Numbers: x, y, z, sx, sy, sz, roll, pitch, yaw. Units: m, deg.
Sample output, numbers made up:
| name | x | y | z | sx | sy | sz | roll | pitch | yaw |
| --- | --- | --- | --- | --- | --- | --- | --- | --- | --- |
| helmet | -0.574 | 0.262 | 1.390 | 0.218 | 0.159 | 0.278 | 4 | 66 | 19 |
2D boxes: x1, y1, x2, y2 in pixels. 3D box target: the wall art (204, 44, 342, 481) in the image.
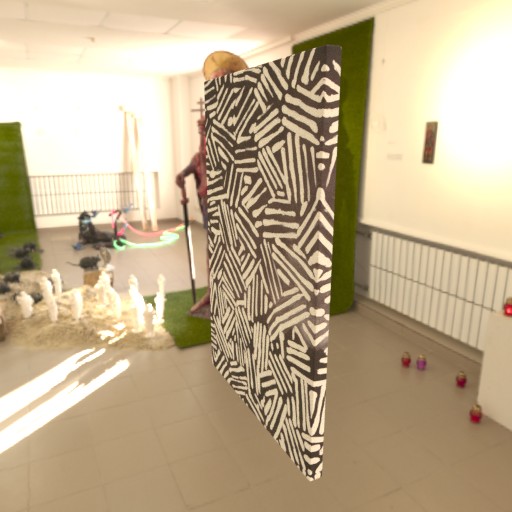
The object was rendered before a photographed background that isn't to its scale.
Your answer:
| name | x | y | z | sx | sy | sz | roll | pitch | yaw |
| --- | --- | --- | --- | --- | --- | --- | --- | --- | --- |
| wall art | 0.000 | 0.000 | 1.165 | 0.035 | 0.918 | 0.615 | -7 | 17 | -26 |
